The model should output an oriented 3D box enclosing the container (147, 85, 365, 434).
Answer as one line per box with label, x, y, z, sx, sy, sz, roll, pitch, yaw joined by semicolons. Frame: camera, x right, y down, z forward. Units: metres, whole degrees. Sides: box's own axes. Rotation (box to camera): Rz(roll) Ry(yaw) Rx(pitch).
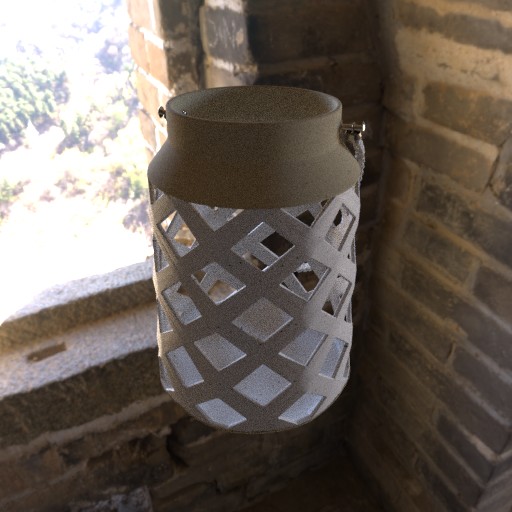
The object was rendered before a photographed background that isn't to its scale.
container;0.000;0.000;0.389;0.188;0.264;0.198;9;32;15
